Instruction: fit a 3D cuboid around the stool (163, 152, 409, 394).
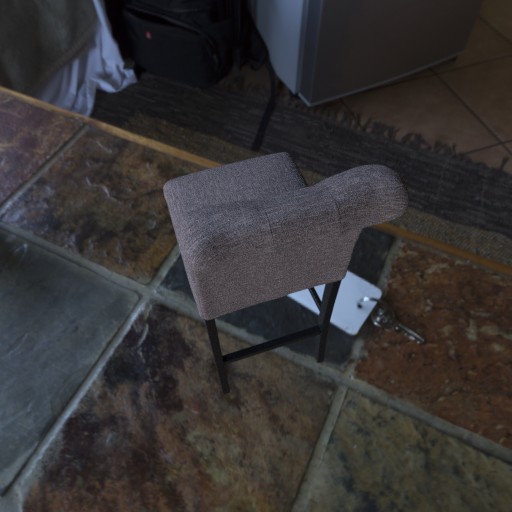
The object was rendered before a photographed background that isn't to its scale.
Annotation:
[{"bbox_3d":[0.000,0.000,1.413,0.452,1.131,0.613,-16,60,-10],"label":"stool"}]
